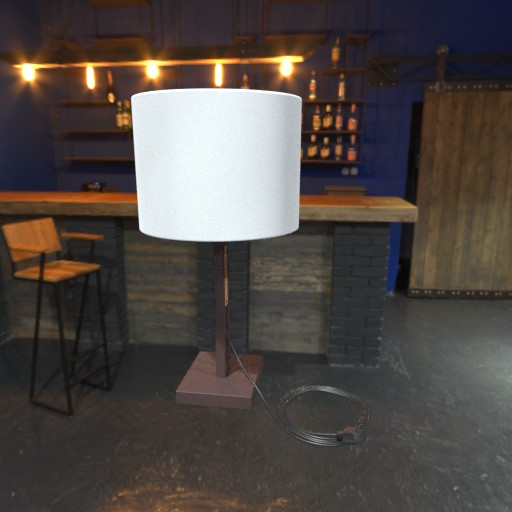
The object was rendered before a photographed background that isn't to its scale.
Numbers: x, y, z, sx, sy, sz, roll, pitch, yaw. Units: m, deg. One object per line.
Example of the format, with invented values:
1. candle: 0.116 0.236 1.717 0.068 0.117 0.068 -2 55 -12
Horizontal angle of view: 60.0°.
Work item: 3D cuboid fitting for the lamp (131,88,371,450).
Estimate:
1. lamp: 0.000 0.000 0.988 0.525 0.668 0.396 2 14 8
